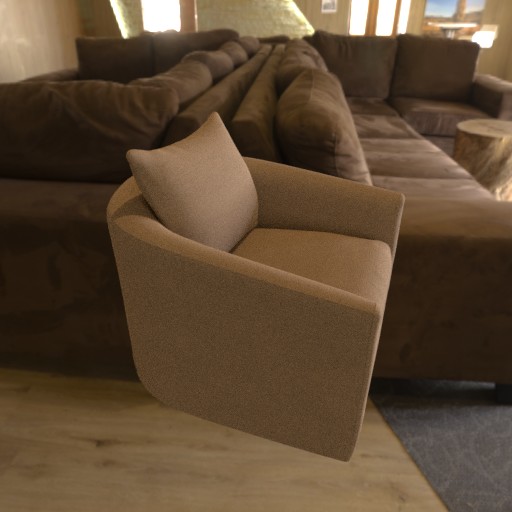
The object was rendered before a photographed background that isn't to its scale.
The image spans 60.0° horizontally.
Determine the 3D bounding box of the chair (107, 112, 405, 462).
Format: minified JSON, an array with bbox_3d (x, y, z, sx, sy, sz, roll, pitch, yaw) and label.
[{"bbox_3d":[0.000,0.000,1.550,0.910,0.848,0.845,10,30,18],"label":"chair"}]
